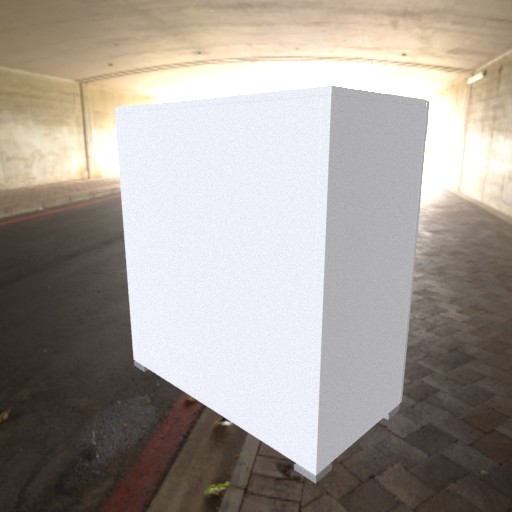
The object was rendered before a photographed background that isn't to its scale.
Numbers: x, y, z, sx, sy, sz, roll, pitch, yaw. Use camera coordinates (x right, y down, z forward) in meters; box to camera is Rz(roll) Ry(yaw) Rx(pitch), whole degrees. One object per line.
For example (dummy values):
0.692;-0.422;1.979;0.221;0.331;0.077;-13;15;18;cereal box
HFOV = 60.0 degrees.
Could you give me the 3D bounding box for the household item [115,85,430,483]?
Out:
0.000;0.000;1.336;0.800;0.870;0.420;14;20;43;household item
